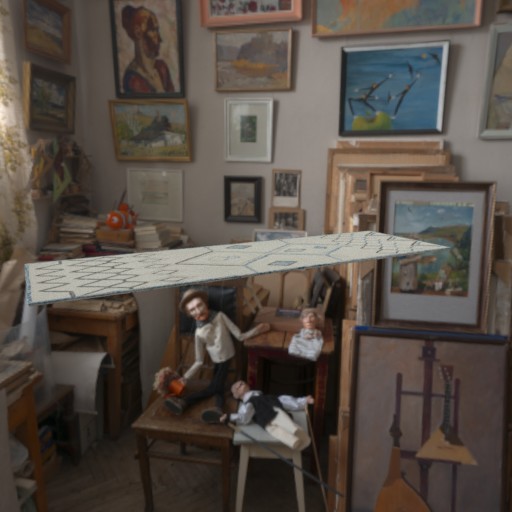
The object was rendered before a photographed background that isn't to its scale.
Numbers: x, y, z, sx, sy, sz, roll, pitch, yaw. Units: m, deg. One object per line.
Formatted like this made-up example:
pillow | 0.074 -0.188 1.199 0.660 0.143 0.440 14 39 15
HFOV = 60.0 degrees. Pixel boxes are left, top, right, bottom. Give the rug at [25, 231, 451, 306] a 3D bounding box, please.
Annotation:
rug | 0.000 0.000 2.628 2.434 0.013 0.770 -6 14 -27
